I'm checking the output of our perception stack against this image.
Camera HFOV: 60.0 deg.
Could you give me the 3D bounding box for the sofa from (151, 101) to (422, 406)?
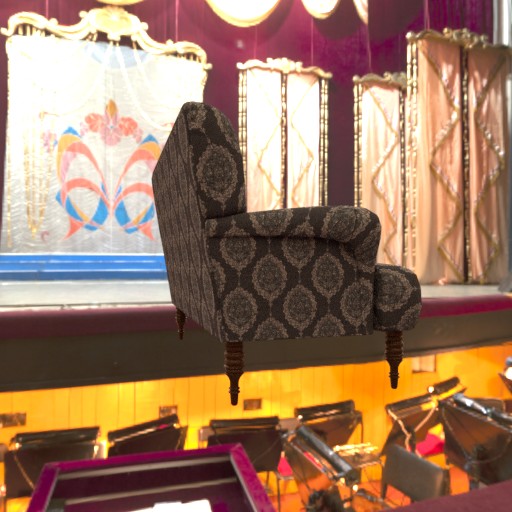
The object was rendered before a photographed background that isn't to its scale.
[{"bbox_3d":[0.000,0.000,1.869,0.779,0.867,1.297,0,0,-18],"label":"sofa"}]
